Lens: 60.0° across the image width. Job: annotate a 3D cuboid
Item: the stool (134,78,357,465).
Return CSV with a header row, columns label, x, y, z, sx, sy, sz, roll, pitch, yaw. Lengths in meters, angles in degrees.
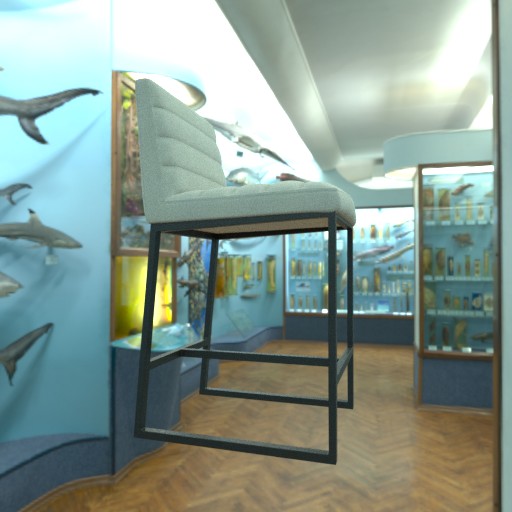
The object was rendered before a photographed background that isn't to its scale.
label,x,y,z,sx,sy,sz,roll,pitch,yaw
stool,0.000,0.000,1.312,0.567,0.971,0.459,0,-1,18
